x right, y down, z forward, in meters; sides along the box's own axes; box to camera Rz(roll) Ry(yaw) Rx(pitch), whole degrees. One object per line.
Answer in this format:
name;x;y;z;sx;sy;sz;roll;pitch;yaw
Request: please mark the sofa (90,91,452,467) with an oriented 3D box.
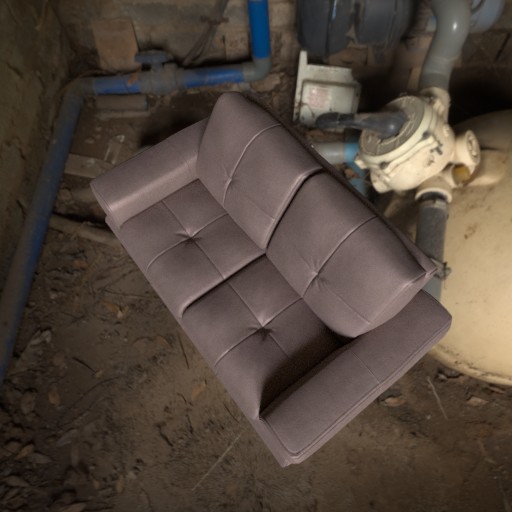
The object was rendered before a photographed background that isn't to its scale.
sofa;0.000;0.000;2.325;1.018;0.907;1.806;-34;68;-16
